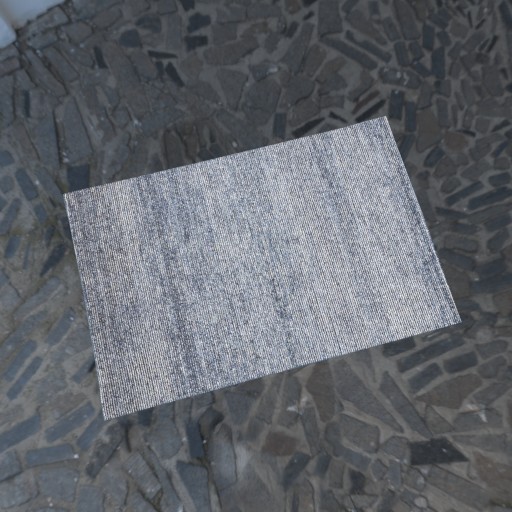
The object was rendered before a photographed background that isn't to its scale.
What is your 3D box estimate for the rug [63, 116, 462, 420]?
[{"bbox_3d":[0.000,0.000,2.187,1.740,0.010,1.135,-14,77,-3],"label":"rug"}]
